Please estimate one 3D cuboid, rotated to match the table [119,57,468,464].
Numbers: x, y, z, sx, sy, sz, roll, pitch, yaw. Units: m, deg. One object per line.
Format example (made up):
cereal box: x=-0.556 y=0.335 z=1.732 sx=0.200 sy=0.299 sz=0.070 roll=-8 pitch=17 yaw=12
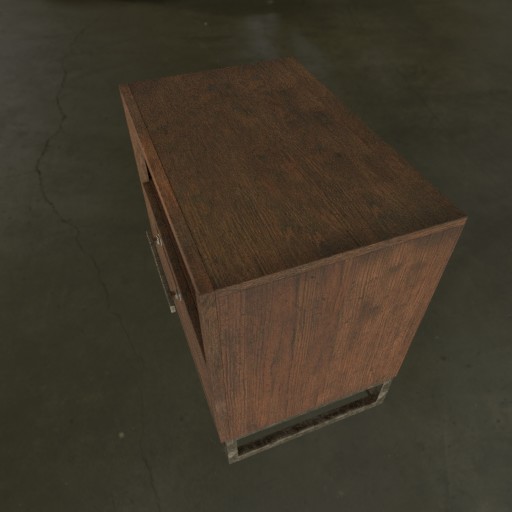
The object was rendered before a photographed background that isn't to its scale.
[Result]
table: x=0.000 y=0.000 z=1.251 sx=0.542 sy=0.746 sz=0.767 roll=-16 pitch=48 yaw=-15
